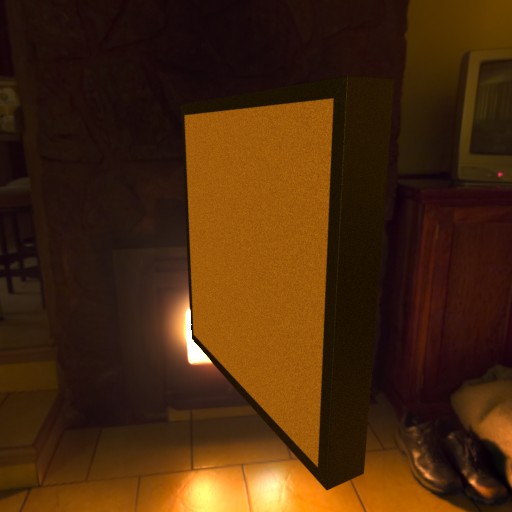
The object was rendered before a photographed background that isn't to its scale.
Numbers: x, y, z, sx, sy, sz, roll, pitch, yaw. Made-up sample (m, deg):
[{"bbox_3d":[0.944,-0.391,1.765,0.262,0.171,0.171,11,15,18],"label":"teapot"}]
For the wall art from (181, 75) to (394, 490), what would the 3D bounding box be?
[{"bbox_3d":[0.000,0.000,0.445,0.038,0.304,0.304,-8,17,-27],"label":"wall art"}]
